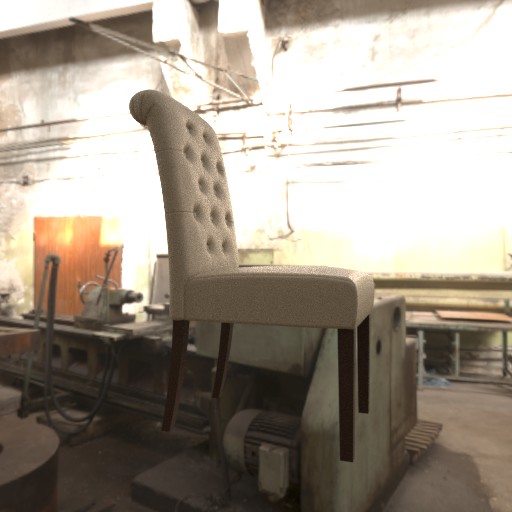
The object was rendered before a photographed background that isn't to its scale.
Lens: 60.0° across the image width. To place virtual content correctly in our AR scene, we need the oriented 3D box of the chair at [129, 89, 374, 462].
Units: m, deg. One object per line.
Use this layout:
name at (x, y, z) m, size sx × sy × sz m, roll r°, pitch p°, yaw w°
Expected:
chair at (0.000, 0.000, 1.374) m, size 0.671 × 1.006 × 0.456 m, roll 0°, pitch -1°, yaw 20°
